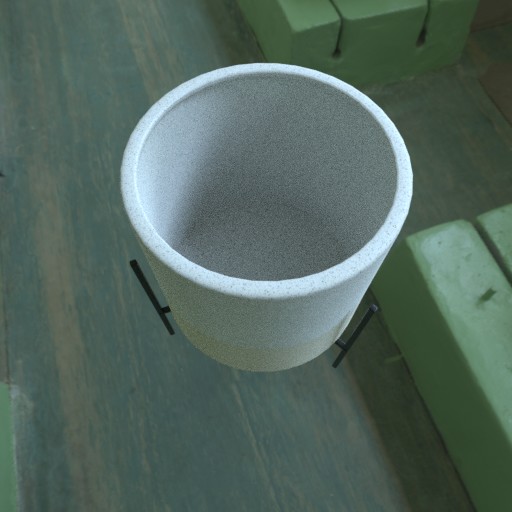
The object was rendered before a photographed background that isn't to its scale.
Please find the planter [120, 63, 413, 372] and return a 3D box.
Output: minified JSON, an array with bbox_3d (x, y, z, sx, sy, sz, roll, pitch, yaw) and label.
[{"bbox_3d":[0.000,0.000,0.655,0.335,0.423,0.313,-17,64,-9],"label":"planter"}]
